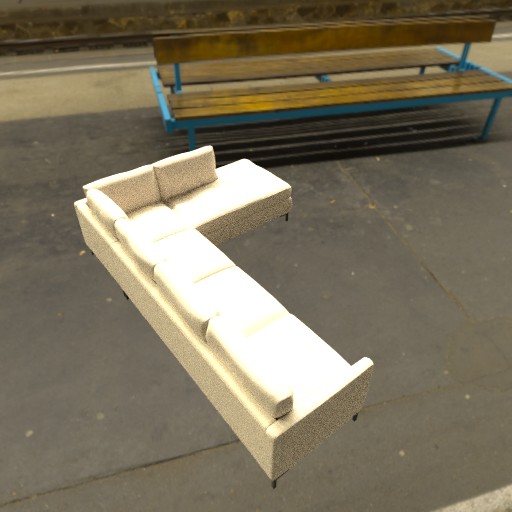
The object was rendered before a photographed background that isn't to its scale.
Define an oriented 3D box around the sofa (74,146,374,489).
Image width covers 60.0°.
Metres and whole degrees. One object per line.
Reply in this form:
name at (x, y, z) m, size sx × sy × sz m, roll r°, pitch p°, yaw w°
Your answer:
sofa at (0.000, 0.000, 3.773) m, size 2.007 × 0.815 × 2.949 m, roll -26°, pitch 46°, yaw -28°
